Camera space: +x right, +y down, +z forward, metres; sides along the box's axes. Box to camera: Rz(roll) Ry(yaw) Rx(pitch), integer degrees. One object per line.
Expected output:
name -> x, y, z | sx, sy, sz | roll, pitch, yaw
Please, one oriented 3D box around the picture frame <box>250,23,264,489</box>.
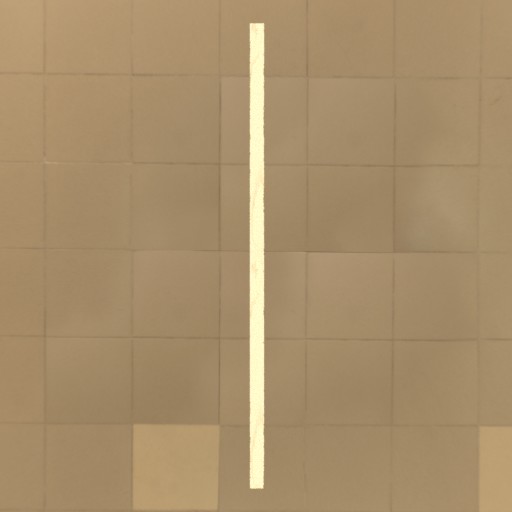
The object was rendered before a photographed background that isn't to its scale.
picture frame -> 0.000, 0.000, 1.225 | 0.029, 0.640, 0.950 | 0, 90, 0
